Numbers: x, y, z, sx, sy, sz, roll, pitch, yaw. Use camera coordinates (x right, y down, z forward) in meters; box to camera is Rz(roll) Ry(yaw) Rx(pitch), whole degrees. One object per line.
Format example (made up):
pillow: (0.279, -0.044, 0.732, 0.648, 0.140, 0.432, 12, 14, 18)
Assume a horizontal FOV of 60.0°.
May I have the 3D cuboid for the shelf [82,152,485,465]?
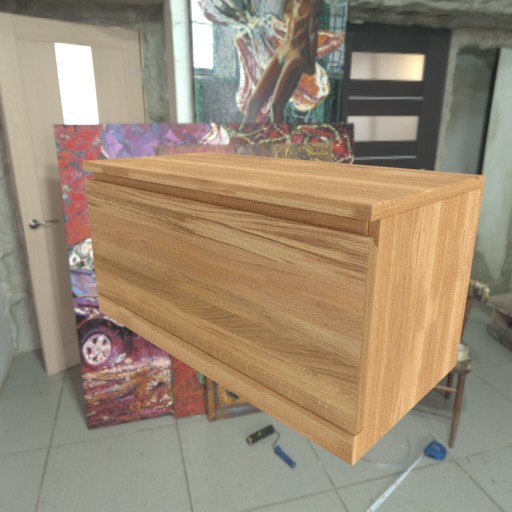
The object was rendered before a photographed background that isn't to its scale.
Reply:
shelf: (0.000, 0.000, 1.012, 0.800, 0.400, 0.400, 16, 24, 42)
